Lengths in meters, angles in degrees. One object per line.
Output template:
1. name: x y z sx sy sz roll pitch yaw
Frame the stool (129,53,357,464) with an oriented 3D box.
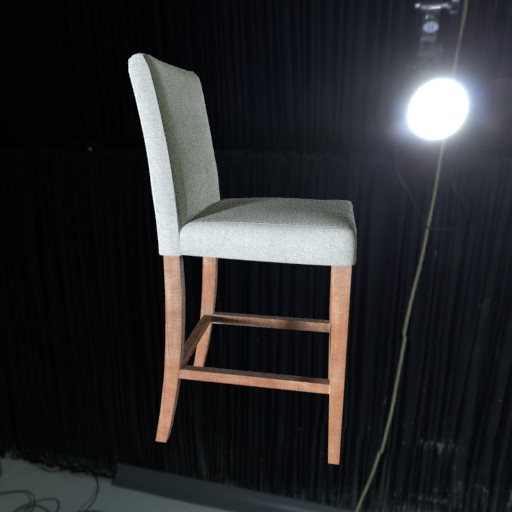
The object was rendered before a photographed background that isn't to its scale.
1. stool: 0.000 0.000 1.345 0.570 1.088 0.439 3 17 9
